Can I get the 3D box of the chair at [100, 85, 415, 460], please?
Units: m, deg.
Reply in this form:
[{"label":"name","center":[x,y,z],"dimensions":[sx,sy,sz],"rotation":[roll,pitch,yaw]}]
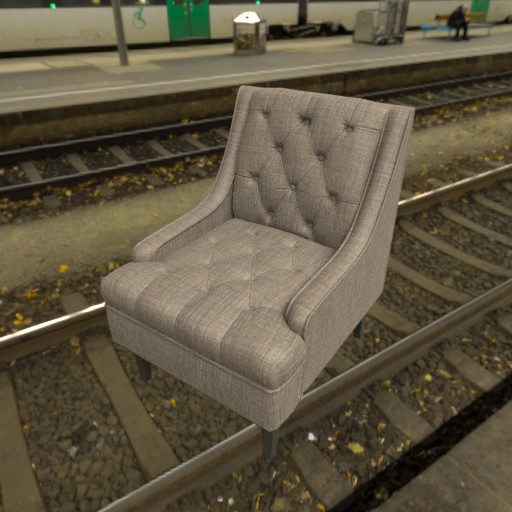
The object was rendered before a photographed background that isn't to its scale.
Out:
[{"label":"chair","center":[0.000,0.000,1.419],"dimensions":[0.655,0.891,0.771],"rotation":[20,36,29]}]
